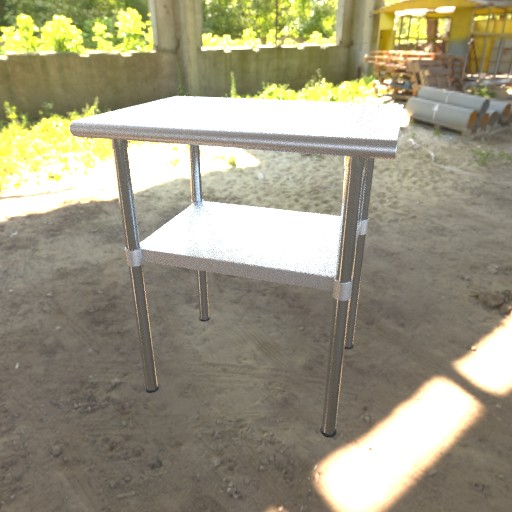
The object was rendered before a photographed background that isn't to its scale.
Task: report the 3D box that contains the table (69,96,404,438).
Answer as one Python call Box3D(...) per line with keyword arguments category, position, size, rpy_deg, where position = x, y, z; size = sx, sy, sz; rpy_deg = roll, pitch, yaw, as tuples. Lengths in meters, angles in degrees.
Box3D(category="table", position=(0.000, 0.000, 1.402), size=(0.762, 0.876, 0.584), rpy_deg=(8, 27, 16))
